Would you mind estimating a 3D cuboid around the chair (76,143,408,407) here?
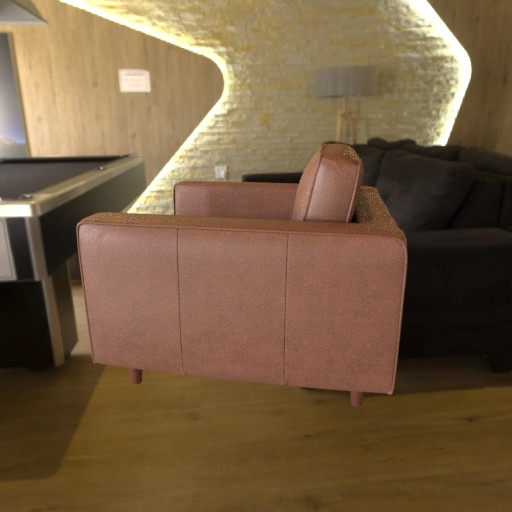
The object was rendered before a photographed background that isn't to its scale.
[{"bbox_3d":[0.000,0.000,1.584,0.900,0.770,0.920,3,17,9],"label":"chair"}]
